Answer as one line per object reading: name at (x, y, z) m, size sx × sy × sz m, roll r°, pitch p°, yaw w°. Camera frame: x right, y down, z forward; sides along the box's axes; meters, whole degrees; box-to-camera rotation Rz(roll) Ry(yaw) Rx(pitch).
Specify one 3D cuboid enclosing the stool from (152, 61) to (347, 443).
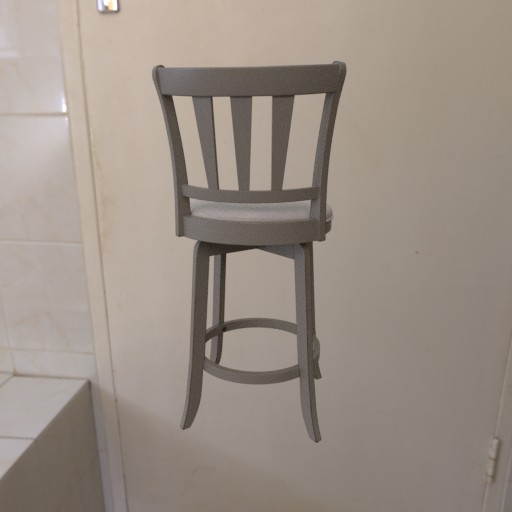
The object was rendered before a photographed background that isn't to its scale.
stool at (0.000, 0.000, 1.288) m, size 0.450 × 0.994 × 0.486 m, roll 2°, pitch 16°, yaw 8°
